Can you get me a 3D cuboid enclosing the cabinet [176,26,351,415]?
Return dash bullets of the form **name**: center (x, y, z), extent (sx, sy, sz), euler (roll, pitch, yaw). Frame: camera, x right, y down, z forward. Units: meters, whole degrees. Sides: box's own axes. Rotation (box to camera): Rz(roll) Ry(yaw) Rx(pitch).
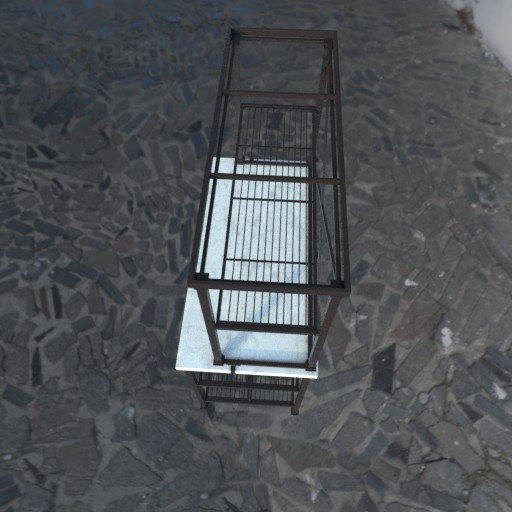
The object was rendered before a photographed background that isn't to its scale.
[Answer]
- **cabinet**: center (0.000, 0.000, 2.223), extent (0.610, 1.659, 1.210), euler (3, 59, 2)
